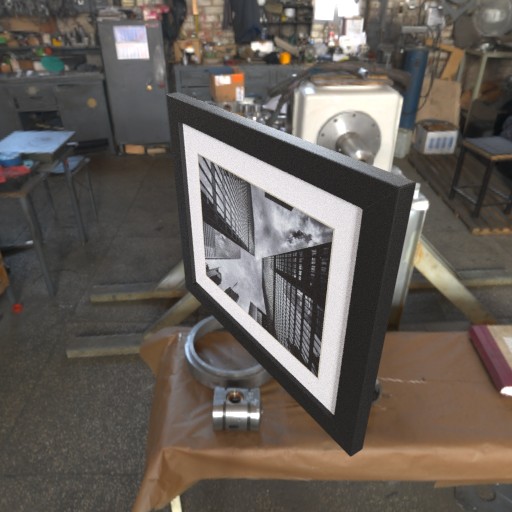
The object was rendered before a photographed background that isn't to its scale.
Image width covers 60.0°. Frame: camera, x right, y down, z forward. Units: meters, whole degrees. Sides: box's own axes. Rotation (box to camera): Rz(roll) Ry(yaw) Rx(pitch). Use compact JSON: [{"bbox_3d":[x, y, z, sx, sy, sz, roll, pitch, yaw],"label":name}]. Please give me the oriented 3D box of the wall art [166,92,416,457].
[{"bbox_3d":[0.000,0.000,0.778,0.031,0.457,0.558,-20,37,-29],"label":"wall art"}]
